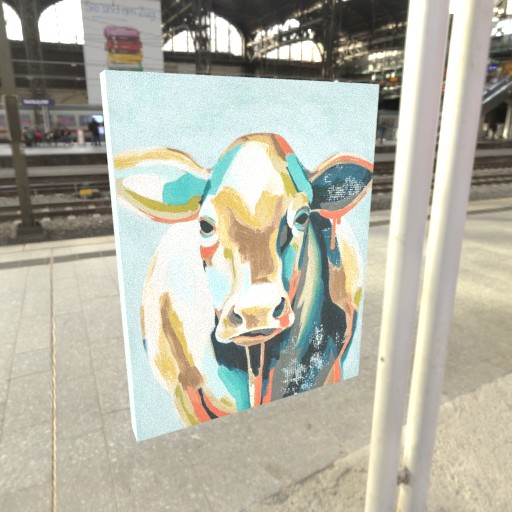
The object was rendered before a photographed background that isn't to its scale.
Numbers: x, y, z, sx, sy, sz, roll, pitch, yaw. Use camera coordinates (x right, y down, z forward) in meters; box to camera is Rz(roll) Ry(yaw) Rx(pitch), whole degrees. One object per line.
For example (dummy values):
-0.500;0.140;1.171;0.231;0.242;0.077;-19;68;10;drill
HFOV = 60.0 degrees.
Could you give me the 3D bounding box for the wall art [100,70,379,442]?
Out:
0.000;0.000;0.685;0.409;0.509;0.037;-8;18;-25;wall art
